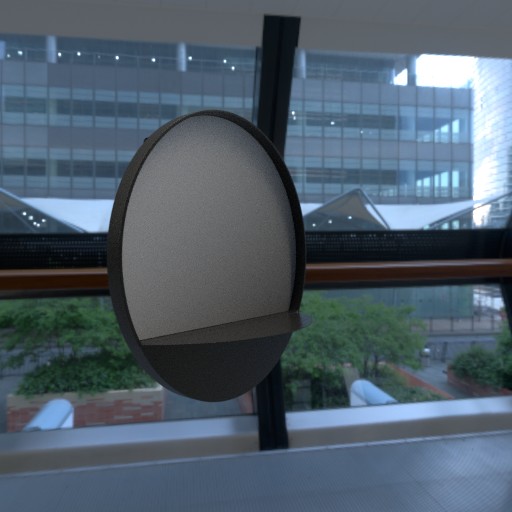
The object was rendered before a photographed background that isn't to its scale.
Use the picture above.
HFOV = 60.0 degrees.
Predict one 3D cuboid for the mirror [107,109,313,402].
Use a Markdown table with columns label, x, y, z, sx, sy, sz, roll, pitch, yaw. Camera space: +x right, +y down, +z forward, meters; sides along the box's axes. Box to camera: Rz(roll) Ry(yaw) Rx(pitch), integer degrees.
| label | x | y | z | sx | sy | sz | roll | pitch | yaw |
| --- | --- | --- | --- | --- | --- | --- | --- | --- | --- |
| mirror | 0.000 | 0.000 | 0.695 | 0.133 | 0.457 | 0.457 | 0 | 0 | 36 |
